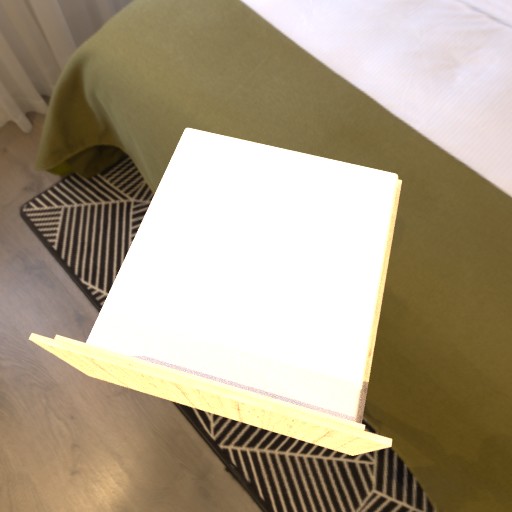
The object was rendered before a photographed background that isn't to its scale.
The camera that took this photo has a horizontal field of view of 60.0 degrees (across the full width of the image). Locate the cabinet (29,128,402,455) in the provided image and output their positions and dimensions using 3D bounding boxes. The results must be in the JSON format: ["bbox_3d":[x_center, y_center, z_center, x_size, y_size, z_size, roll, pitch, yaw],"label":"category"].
[{"bbox_3d":[0.000,0.000,3.131,1.950,0.970,2.080,14,64,7],"label":"cabinet"}]
